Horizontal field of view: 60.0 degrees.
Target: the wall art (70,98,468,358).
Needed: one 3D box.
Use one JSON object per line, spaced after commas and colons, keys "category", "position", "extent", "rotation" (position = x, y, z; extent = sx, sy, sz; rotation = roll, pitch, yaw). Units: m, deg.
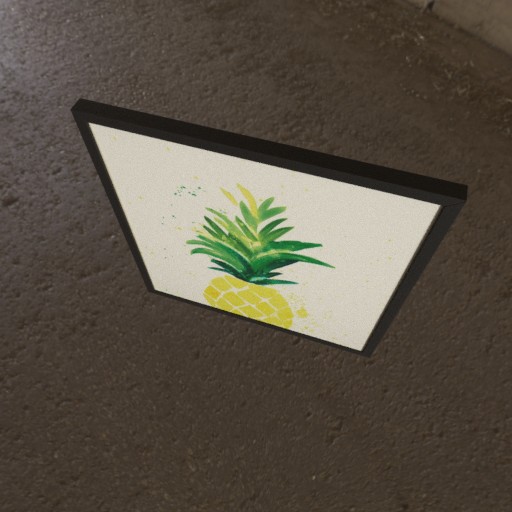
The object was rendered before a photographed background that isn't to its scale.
{"category": "wall art", "position": [0.000, 0.000, 1.142], "extent": [0.762, 0.760, 0.037], "rotation": [15, 58, 10]}
